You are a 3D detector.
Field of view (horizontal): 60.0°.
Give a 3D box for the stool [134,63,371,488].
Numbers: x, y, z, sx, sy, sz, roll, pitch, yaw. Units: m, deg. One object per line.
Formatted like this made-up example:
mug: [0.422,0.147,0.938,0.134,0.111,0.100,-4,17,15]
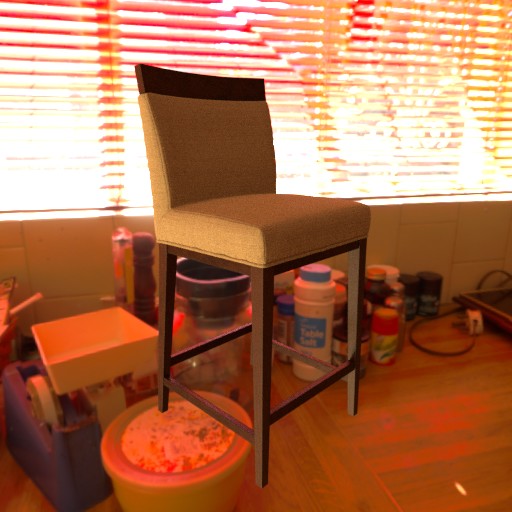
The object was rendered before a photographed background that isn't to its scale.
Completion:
stool: [0.000,0.000,1.263,0.480,1.011,0.463,15,21,43]
